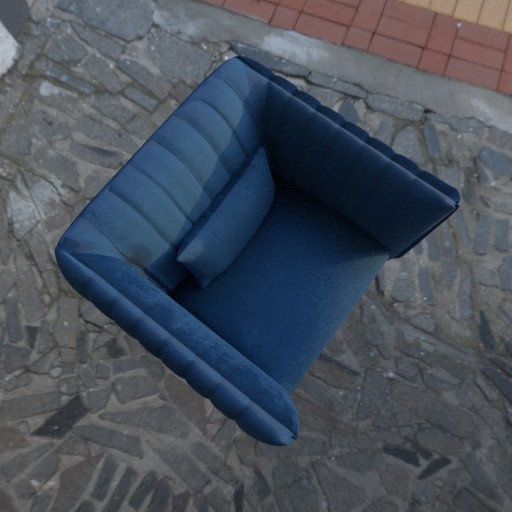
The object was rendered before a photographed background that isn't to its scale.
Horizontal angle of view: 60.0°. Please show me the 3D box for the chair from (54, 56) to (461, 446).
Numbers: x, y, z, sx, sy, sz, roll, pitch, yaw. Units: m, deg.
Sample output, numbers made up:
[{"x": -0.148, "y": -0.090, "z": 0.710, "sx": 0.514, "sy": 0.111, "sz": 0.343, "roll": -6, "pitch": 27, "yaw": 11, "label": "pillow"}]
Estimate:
[{"x": 0.000, "y": 0.000, "z": 1.610, "sx": 0.877, "sy": 0.793, "sz": 0.947, "roll": 37, "pitch": 78, "yaw": 9, "label": "chair"}]
